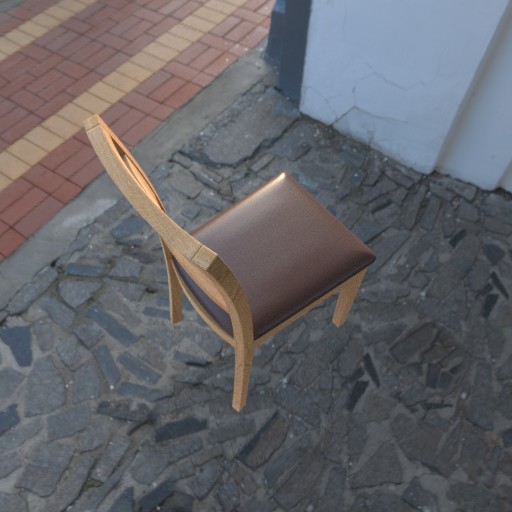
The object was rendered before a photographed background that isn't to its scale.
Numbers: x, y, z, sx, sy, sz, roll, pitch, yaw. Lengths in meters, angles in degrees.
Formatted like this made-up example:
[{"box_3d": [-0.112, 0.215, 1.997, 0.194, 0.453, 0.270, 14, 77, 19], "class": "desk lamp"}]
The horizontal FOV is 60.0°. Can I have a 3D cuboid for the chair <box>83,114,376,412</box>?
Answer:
[{"box_3d": [0.000, 0.000, 1.206, 0.545, 0.940, 0.420, -33, 64, -19], "class": "chair"}]
